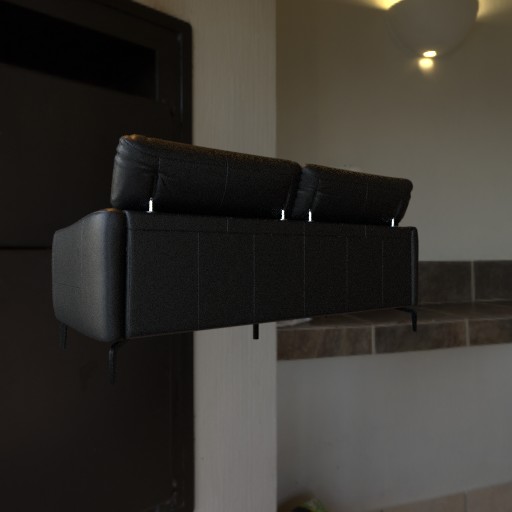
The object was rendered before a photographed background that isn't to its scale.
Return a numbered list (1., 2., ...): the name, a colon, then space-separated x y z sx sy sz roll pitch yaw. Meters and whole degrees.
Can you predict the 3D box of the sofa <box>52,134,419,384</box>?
1. sofa: 0.000 0.000 2.547 2.069 0.957 0.856 0 0 -36
